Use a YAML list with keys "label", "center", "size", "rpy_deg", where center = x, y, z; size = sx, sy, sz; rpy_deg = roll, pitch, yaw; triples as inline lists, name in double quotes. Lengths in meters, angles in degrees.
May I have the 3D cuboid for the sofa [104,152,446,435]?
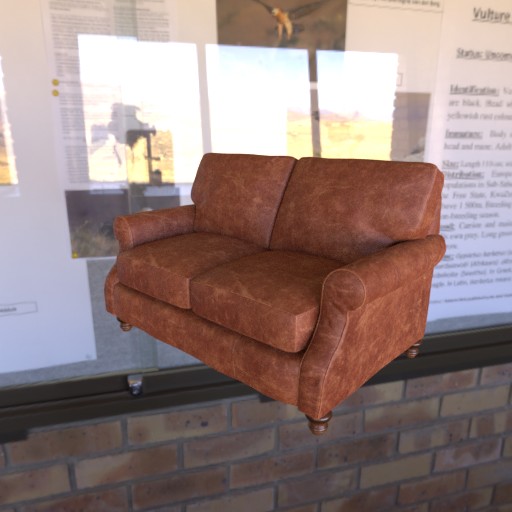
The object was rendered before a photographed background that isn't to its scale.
- label: "sofa"
  center: [0.000, 0.000, 2.248]
  size: [1.616, 0.967, 0.990]
  rpy_deg: [14, 21, 41]
